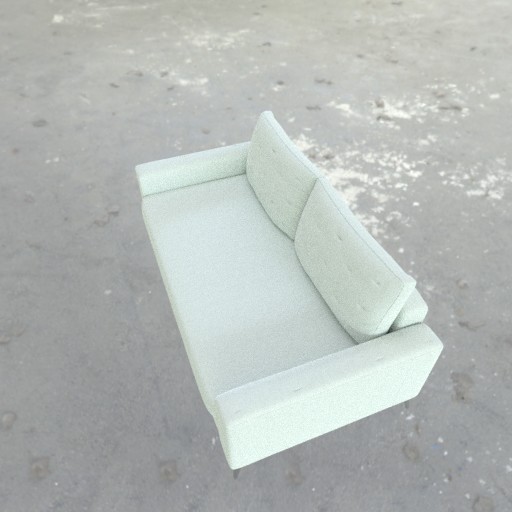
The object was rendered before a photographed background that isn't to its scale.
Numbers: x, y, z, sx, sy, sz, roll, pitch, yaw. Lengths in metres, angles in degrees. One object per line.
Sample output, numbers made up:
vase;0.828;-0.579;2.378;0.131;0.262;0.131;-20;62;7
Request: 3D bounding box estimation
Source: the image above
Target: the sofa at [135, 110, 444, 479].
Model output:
sofa;0.000;0.000;2.188;0.920;0.790;1.650;-16;48;-15
